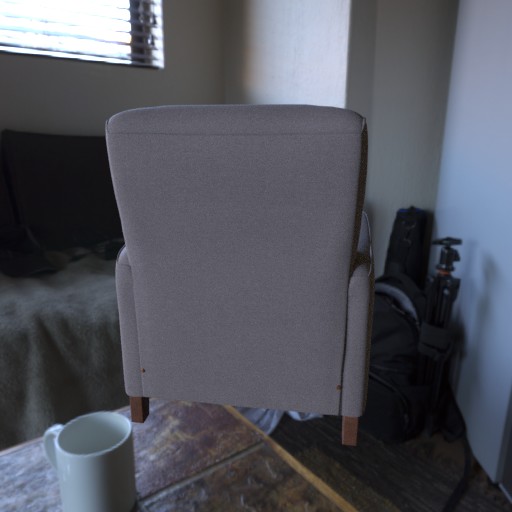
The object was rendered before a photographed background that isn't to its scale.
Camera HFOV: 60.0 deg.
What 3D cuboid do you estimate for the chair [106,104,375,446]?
[{"bbox_3d":[0.000,0.000,1.637,0.845,1.023,0.859,2,16,8],"label":"chair"}]
